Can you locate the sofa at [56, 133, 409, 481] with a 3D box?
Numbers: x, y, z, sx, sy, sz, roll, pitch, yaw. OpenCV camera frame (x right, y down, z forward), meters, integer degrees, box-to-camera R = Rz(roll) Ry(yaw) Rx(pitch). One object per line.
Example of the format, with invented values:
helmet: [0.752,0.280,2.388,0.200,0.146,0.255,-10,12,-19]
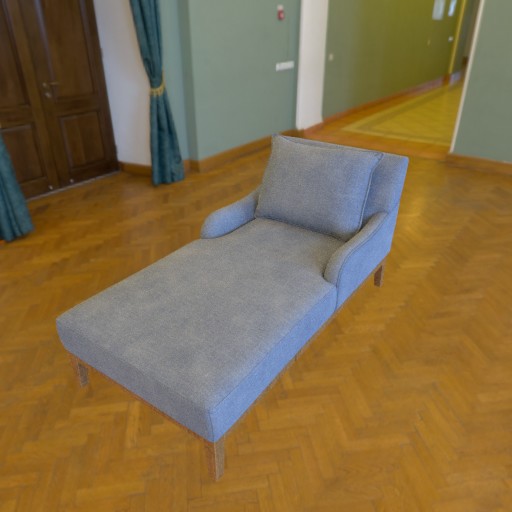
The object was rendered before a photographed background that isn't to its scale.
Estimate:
sofa: [0.000,0.000,2.277,0.904,0.883,1.779,19,34,30]
